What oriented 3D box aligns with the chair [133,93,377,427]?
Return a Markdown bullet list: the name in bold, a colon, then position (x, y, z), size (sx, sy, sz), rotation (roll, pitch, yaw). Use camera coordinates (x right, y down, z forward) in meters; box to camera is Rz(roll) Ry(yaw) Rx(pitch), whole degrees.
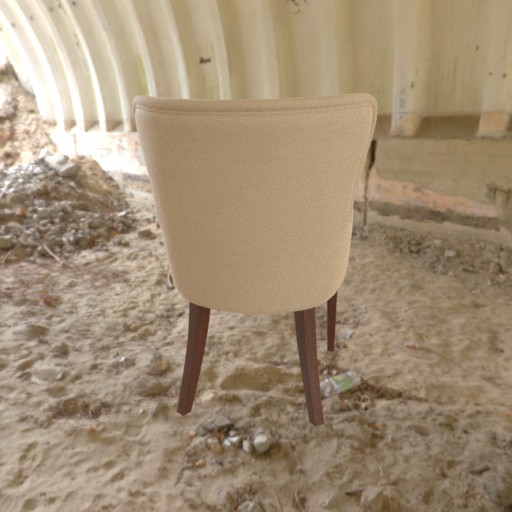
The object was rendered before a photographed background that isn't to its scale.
- **chair**: position (0.000, 0.000, 1.476), size (0.696, 0.990, 0.744), rotation (2, 16, 7)
